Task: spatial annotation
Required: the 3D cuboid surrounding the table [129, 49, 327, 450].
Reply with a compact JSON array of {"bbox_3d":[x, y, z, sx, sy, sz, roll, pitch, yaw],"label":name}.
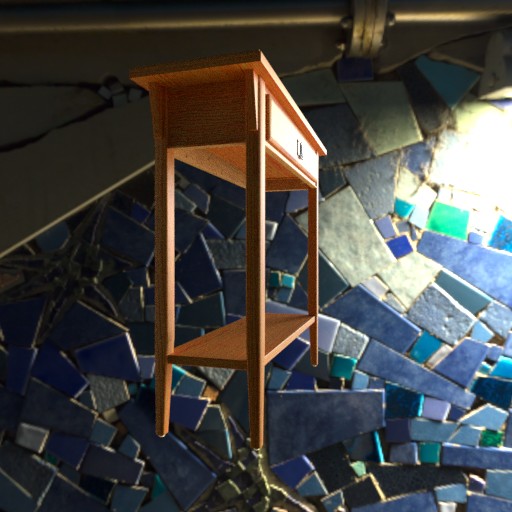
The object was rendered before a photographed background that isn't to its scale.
[{"bbox_3d":[0.000,0.000,1.149,0.254,0.711,0.762,0,1,17],"label":"table"}]
